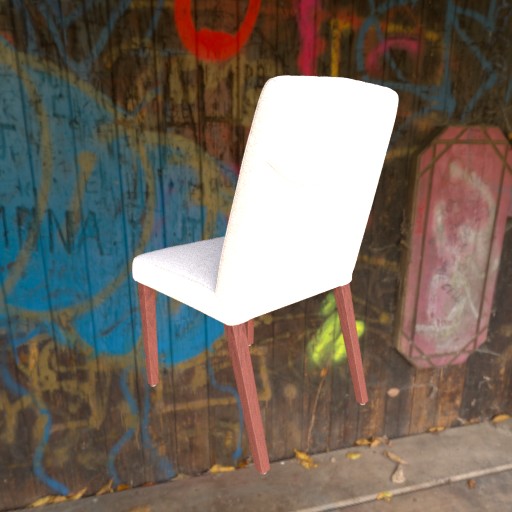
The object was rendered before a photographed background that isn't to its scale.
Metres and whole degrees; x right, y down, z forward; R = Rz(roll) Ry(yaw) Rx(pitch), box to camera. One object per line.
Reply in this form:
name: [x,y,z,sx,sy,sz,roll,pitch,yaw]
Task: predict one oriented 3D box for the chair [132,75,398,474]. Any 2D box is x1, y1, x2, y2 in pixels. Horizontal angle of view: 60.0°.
chair: [0.000,0.000,1.260,0.480,0.900,0.594,-14,21,-41]
